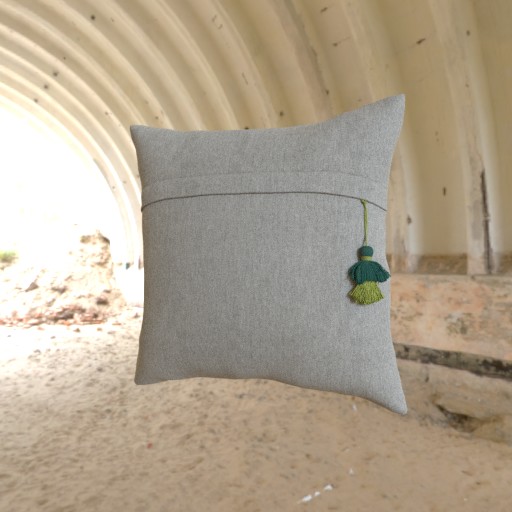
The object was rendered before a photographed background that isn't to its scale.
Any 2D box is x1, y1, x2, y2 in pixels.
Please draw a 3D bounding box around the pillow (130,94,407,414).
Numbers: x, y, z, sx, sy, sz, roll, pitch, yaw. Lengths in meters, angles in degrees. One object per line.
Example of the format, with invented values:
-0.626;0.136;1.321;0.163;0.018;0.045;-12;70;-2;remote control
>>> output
0.000;0.000;0.674;0.433;0.436;0.173;0;-1;18;pillow
